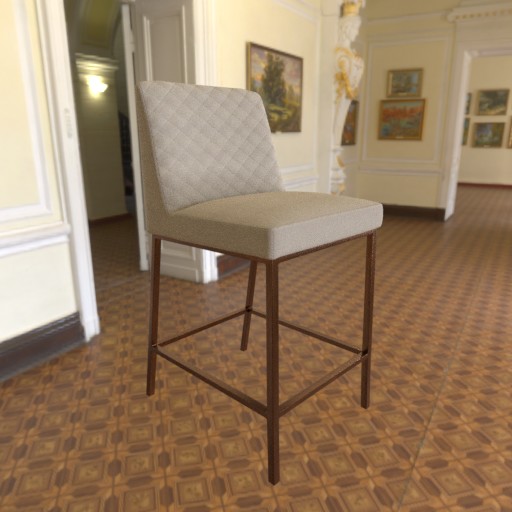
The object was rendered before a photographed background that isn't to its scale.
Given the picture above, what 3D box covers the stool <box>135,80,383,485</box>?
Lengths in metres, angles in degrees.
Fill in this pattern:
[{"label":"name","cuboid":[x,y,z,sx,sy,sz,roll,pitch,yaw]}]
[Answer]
[{"label":"stool","cuboid":[0.000,0.000,1.302,0.576,0.973,0.507,15,21,42]}]
